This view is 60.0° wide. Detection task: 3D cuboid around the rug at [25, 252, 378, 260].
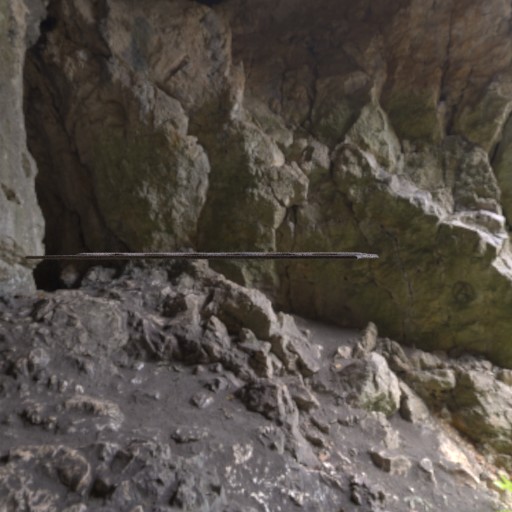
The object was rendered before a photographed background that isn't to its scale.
[{"bbox_3d":[0.000,0.000,2.931,1.513,0.033,2.333,0,0,17],"label":"rug"}]
